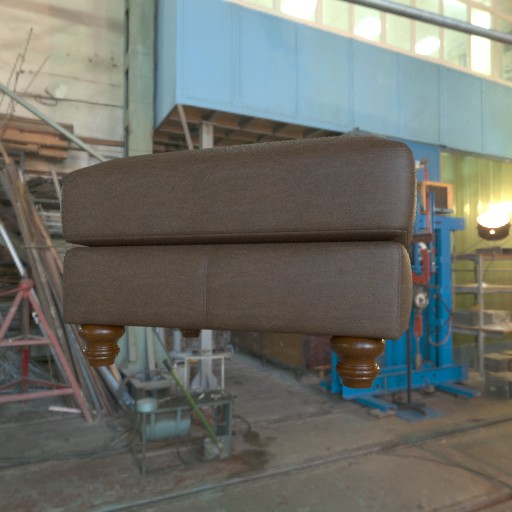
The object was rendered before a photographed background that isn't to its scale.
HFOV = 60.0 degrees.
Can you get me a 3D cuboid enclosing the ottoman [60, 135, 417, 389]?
[{"bbox_3d":[0.000,0.000,1.162,0.787,0.508,0.635,-1,-2,19],"label":"ottoman"}]
